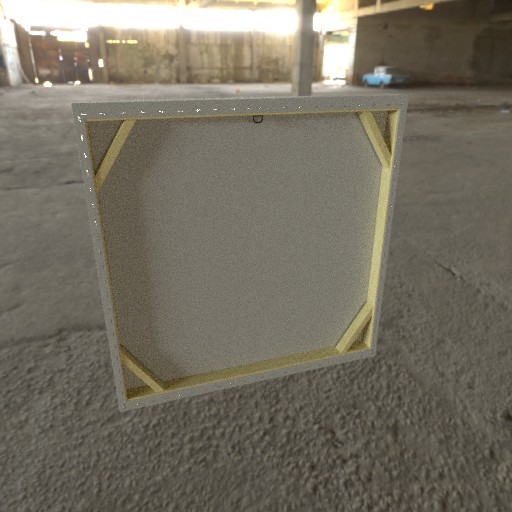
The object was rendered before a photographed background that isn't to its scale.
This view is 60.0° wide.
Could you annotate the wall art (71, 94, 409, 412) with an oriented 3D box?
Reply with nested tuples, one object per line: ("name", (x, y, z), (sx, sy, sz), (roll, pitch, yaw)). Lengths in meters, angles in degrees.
("wall art", (0.000, 0.000, 0.905), (0.610, 0.610, 0.038), (-8, 25, -17))
